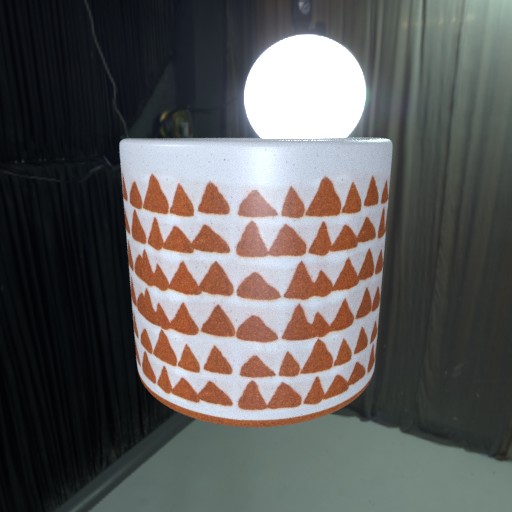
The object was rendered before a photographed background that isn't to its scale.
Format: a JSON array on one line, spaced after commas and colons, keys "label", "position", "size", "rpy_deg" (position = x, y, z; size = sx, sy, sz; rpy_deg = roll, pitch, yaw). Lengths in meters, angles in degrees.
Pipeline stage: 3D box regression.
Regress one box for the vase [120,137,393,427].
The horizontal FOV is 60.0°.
[{"label": "vase", "position": [0.000, 0.000, 0.248], "size": [0.137, 0.127, 0.137], "rpy_deg": [0, 16, 0]}]
